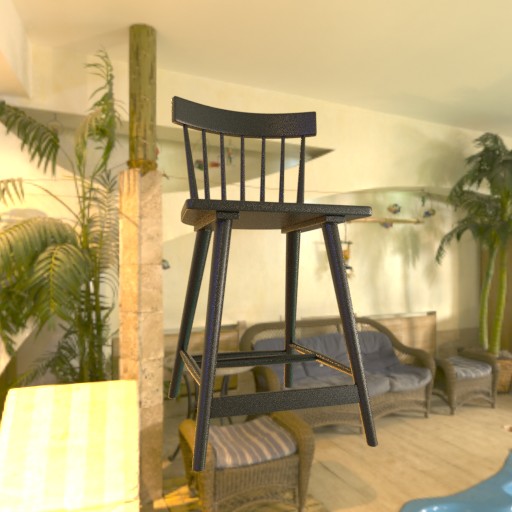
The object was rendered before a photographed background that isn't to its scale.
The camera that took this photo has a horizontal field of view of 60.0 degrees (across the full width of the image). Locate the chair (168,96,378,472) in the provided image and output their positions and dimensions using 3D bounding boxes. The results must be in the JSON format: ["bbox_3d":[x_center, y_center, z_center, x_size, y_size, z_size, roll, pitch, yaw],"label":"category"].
[{"bbox_3d":[0.000,0.000,1.305,0.483,0.952,0.572,0,-1,-17],"label":"chair"}]
